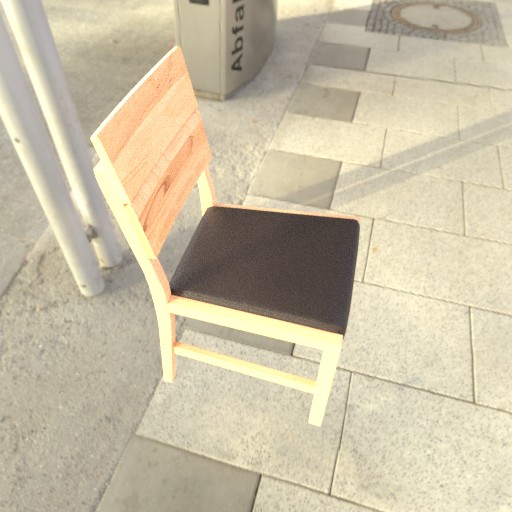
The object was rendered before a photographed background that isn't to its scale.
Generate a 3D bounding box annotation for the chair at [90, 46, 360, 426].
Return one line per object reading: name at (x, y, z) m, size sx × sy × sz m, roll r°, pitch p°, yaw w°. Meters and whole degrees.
chair at (0.000, 0.000, 1.261) m, size 0.560 × 0.950 × 0.475 m, roll 10°, pitch 48°, yaw 10°
